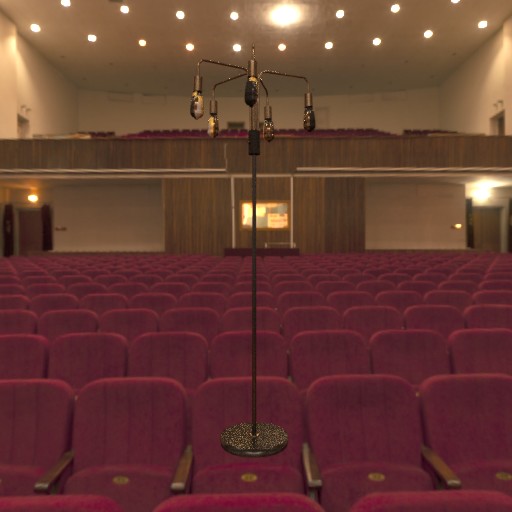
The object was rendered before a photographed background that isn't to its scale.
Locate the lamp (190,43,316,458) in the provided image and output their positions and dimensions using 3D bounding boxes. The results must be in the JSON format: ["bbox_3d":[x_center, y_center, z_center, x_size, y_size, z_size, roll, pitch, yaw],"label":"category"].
[{"bbox_3d":[0.000,0.000,2.038,0.572,1.721,0.599,0,0,0],"label":"lamp"}]
